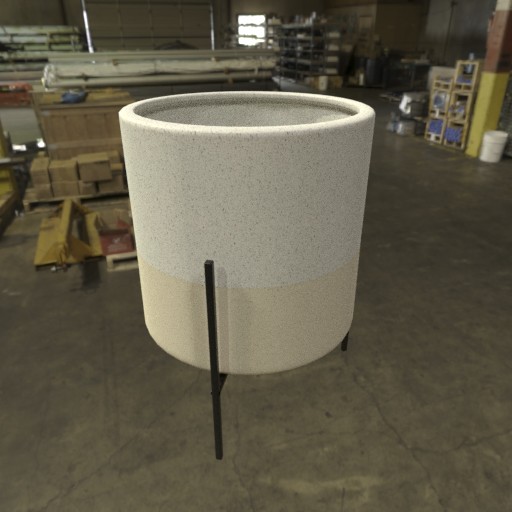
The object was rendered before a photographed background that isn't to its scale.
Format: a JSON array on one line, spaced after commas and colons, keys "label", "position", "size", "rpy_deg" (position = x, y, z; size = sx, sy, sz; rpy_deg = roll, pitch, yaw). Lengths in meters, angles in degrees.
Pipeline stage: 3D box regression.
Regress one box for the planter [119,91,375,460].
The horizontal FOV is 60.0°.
[{"label": "planter", "position": [0.000, 0.000, 0.648], "size": [0.335, 0.423, 0.313], "rpy_deg": [-8, 28, -16]}]
